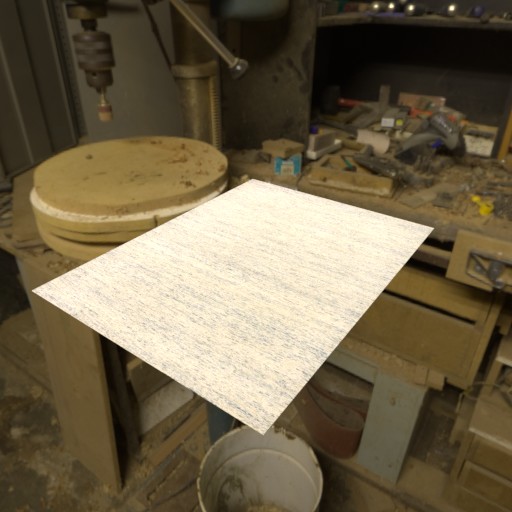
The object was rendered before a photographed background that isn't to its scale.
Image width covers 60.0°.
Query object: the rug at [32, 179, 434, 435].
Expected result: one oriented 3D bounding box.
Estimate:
[{"bbox_3d":[0.000,0.000,4.301,2.438,0.006,3.197,21,37,30],"label":"rug"}]
